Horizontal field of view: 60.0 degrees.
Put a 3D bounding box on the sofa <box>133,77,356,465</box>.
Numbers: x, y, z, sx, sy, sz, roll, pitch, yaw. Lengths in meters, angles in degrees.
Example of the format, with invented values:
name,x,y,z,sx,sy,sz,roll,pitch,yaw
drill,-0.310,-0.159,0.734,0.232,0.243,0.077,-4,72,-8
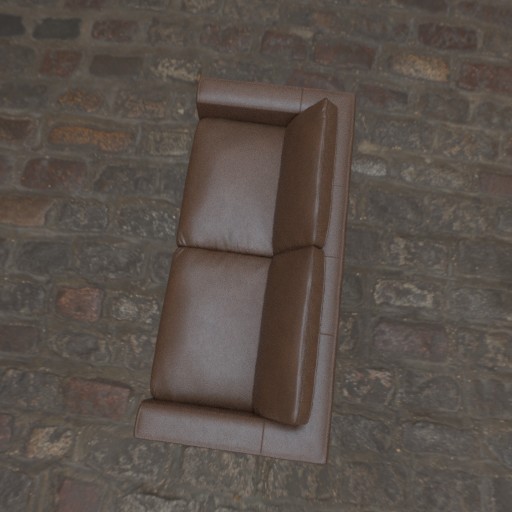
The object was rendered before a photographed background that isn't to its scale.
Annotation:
name,x,y,z,sx,sy,sz,roll,pitch,yaw
sofa,0.000,0.000,2.776,1.070,0.801,2.262,7,75,2
